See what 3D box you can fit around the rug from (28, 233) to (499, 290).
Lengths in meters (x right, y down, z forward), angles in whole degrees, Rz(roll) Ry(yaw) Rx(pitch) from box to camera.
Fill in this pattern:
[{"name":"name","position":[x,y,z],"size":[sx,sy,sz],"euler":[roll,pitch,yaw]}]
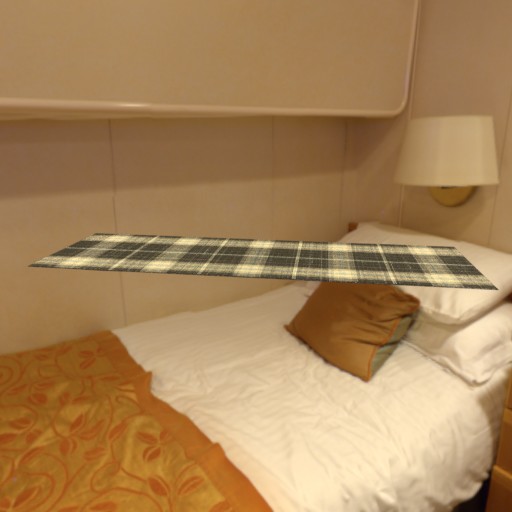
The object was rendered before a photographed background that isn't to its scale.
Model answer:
[{"name":"rug","position":[0.000,0.000,2.624],"size":[2.434,0.012,0.760],"euler":[2,17,8]}]
